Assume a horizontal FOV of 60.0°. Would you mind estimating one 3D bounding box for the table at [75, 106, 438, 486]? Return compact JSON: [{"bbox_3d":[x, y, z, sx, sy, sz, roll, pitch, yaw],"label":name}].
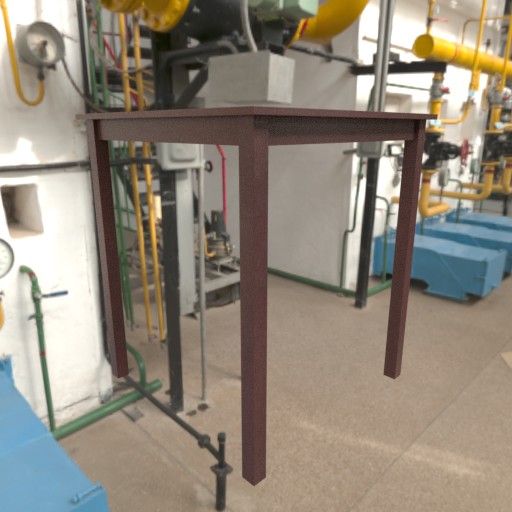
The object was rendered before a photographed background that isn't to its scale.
[{"bbox_3d":[0.000,0.000,1.627,0.861,0.991,0.861,-15,22,-42],"label":"table"}]
